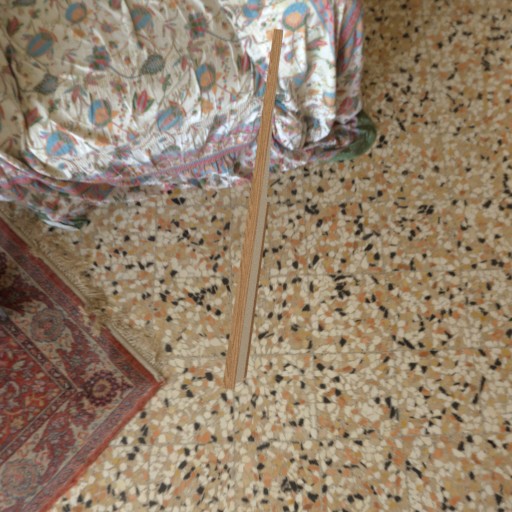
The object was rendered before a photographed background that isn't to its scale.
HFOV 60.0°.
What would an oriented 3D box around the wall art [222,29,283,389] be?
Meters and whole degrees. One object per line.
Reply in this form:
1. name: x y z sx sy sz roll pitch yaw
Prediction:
1. wall art: 0.000 0.000 1.342 0.020 1.016 0.739 7 76 2
